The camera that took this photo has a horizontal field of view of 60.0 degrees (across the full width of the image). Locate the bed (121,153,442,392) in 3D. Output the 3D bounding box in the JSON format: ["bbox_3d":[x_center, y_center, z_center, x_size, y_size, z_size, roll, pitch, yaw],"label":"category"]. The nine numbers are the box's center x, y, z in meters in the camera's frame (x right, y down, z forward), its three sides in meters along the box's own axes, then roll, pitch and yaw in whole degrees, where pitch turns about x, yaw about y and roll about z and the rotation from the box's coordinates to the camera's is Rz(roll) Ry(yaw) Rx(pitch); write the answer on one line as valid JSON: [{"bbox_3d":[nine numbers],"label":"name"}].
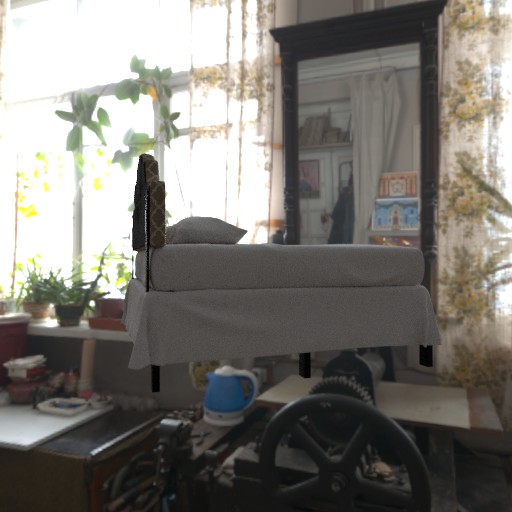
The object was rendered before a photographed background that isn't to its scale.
[{"bbox_3d":[0.000,0.000,3.862,2.222,1.601,2.314,0,0,-18],"label":"bed"}]
